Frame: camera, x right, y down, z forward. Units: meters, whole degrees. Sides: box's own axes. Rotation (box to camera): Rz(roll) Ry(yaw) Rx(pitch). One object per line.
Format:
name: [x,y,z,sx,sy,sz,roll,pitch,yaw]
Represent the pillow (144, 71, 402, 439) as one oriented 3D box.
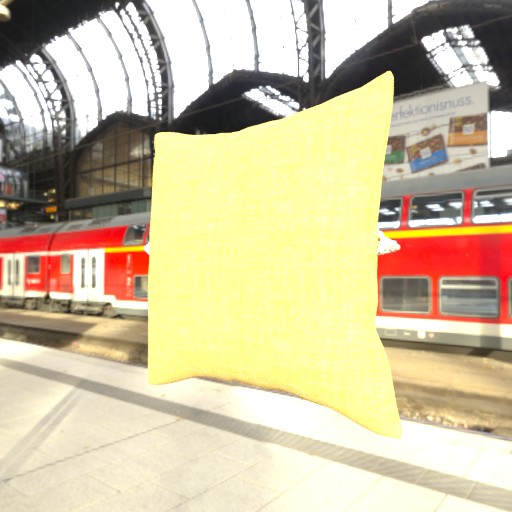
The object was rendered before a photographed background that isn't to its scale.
pillow: [0.000,0.000,0.729,0.485,0.481,0.167,-1,-2,36]
